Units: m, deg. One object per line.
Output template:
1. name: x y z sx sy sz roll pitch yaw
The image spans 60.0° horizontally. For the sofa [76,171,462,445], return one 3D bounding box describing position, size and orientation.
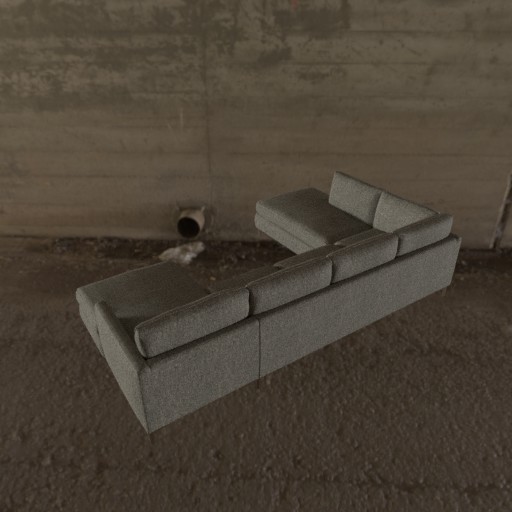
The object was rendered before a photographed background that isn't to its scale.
1. sofa: 0.000 0.000 3.610 2.737 0.756 1.879 -18 34 -29
